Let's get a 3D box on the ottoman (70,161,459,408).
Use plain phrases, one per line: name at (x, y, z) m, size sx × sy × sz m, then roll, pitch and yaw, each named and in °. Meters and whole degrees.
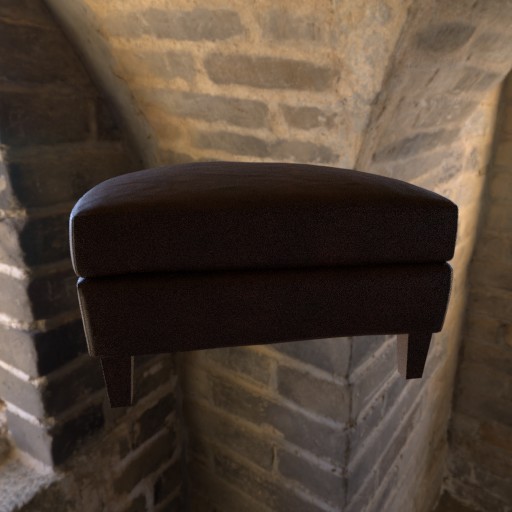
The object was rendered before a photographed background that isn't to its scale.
ottoman at (0.000, 0.000, 1.269) m, size 0.887 × 0.527 × 0.659 m, roll -2°, pitch 15°, yaw -10°
